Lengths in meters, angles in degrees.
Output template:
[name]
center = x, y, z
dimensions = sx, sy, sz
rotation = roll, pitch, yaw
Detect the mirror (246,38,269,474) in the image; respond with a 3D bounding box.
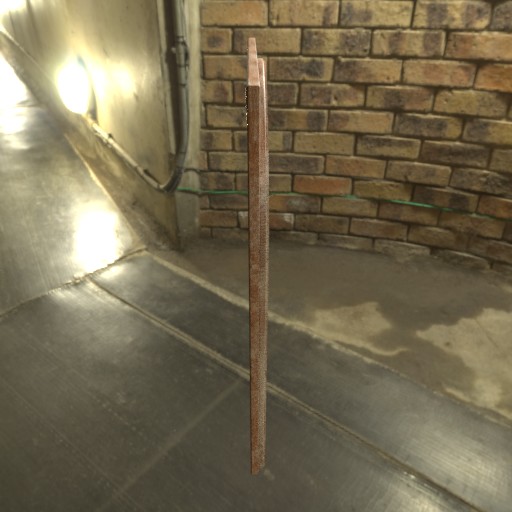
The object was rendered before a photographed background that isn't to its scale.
[mirror]
center = 0.000, 0.000, 0.943
dimensions = 0.058, 0.787, 0.495
rotation = 0, 32, -1
